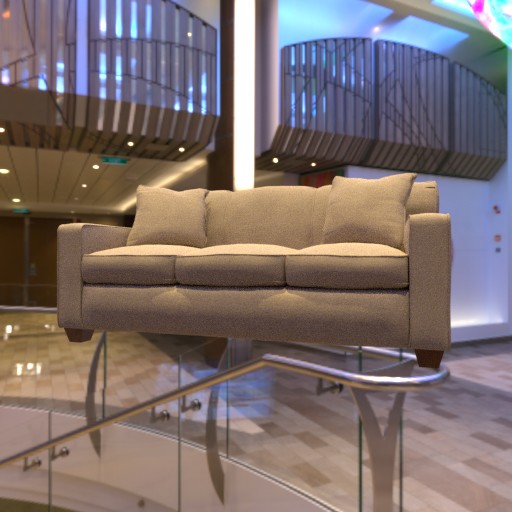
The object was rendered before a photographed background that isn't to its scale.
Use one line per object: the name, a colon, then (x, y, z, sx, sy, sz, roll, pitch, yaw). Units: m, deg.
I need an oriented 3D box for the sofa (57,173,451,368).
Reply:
sofa: (0.000, 0.000, 2.565, 2.024, 0.958, 0.997, 0, 0, 18)
